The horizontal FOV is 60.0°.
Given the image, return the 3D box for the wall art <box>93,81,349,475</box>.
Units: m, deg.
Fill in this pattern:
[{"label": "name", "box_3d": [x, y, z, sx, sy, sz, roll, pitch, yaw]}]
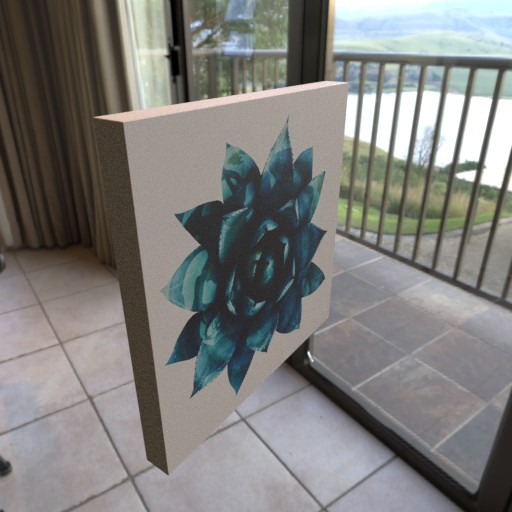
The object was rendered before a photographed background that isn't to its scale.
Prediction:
[{"label": "wall art", "box_3d": [0.000, 0.000, 0.592, 0.038, 0.406, 0.406, 18, 31, 32]}]
